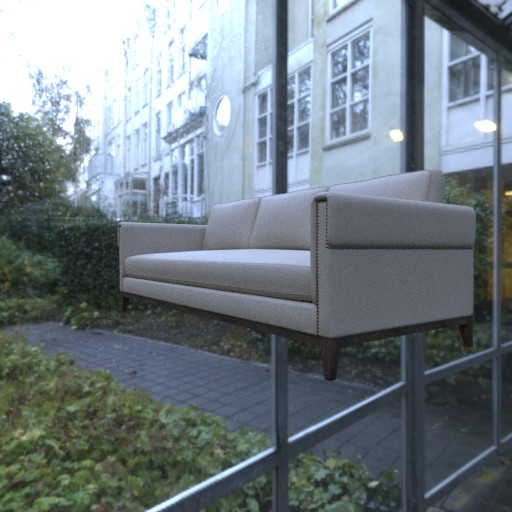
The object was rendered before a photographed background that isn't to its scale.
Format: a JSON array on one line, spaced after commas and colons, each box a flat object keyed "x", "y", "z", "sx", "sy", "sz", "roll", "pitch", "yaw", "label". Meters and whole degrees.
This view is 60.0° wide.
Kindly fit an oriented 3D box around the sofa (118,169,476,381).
[{"x": 0.000, "y": 0.000, "z": 2.677, "sx": 0.959, "sy": 0.838, "sz": 2.210, "roll": -1, "pitch": 1, "yaw": -36, "label": "sofa"}]
